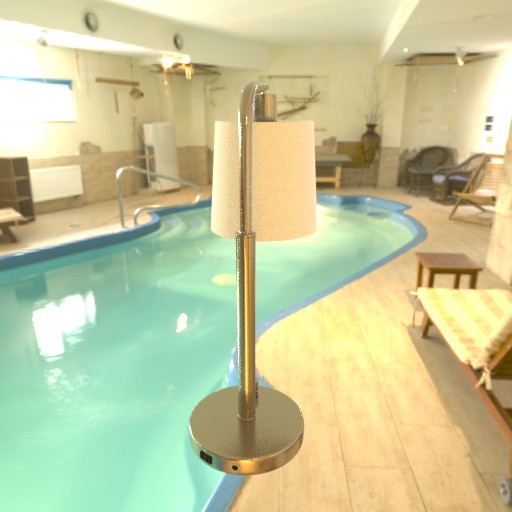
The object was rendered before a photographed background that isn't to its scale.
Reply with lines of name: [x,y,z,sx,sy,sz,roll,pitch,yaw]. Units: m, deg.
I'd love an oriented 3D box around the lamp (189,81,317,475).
lamp: [0.000,0.000,0.651,0.171,0.489,0.333,3,18,9]
